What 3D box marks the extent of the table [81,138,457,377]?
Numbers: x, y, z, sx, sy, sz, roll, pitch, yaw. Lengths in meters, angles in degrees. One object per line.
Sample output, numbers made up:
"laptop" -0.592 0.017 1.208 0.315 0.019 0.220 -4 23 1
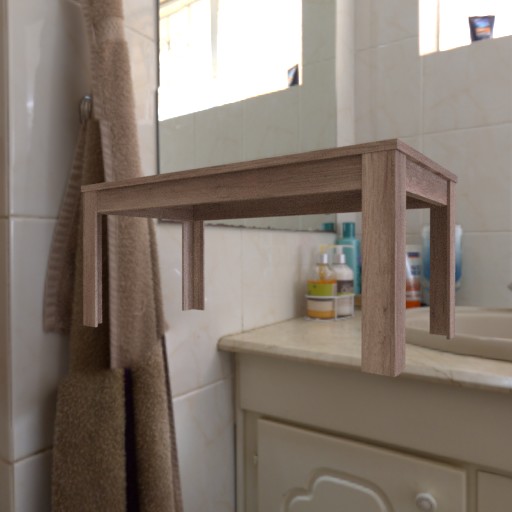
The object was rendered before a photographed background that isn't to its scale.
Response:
"table" 0.000 0.000 2.352 1.800 0.790 0.900 0 1 36
